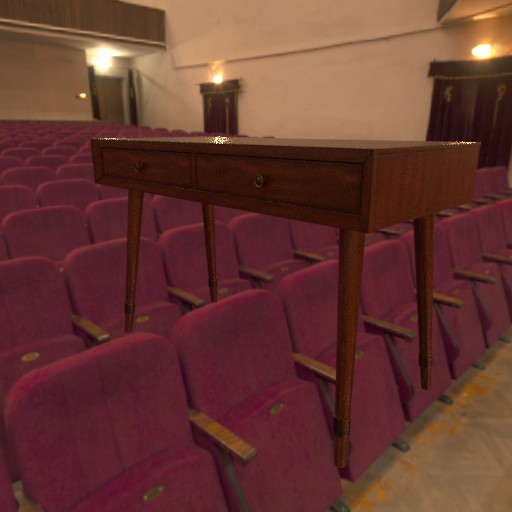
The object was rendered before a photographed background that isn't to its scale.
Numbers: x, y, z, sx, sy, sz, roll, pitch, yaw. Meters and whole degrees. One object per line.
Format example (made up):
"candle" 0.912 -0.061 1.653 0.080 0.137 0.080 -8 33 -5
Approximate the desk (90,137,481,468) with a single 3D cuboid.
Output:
"desk" 0.000 0.000 2.039 0.734 1.031 1.577 -15 22 -43
